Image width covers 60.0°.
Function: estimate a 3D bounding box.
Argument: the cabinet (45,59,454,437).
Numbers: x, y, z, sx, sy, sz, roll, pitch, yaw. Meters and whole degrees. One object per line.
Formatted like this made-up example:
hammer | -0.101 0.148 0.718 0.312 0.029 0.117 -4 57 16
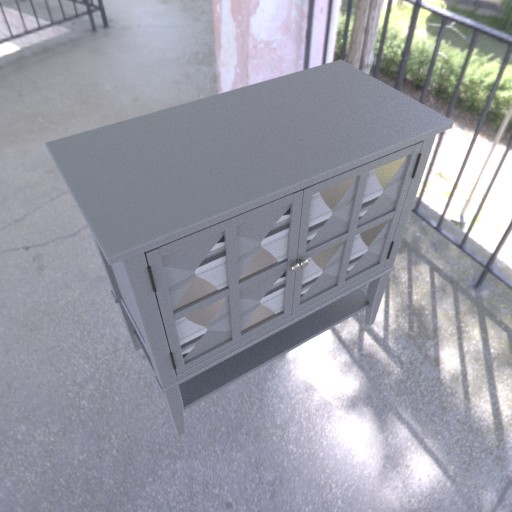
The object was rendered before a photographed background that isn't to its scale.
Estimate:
cabinet | 0.000 0.000 1.243 0.801 0.780 0.396 -24 51 -21
